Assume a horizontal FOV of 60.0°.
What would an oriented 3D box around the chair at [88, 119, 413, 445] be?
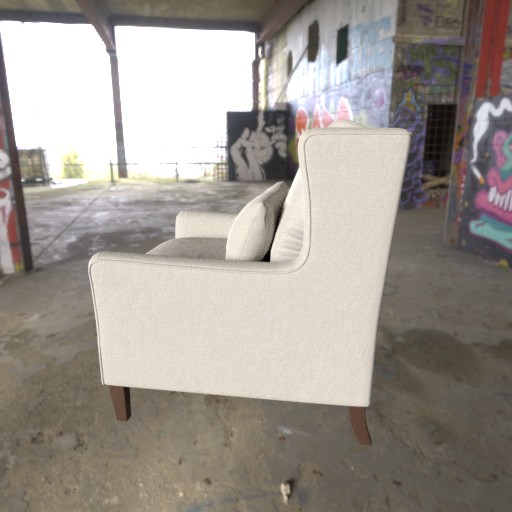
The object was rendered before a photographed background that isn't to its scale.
[{"bbox_3d":[0.000,0.000,1.846,1.040,1.056,0.982,2,15,8],"label":"chair"}]
